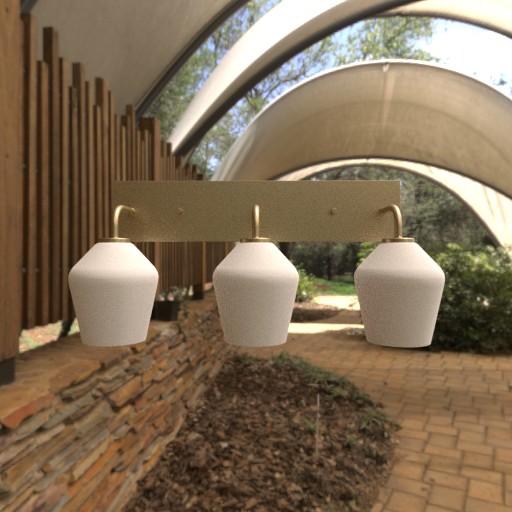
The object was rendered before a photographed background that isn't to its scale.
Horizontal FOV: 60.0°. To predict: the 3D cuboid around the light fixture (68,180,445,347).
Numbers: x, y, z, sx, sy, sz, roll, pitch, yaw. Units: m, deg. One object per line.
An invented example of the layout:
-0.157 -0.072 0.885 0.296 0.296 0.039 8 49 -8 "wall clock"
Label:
0.000 0.000 0.755 0.609 0.280 0.190 0 0 1 "light fixture"
